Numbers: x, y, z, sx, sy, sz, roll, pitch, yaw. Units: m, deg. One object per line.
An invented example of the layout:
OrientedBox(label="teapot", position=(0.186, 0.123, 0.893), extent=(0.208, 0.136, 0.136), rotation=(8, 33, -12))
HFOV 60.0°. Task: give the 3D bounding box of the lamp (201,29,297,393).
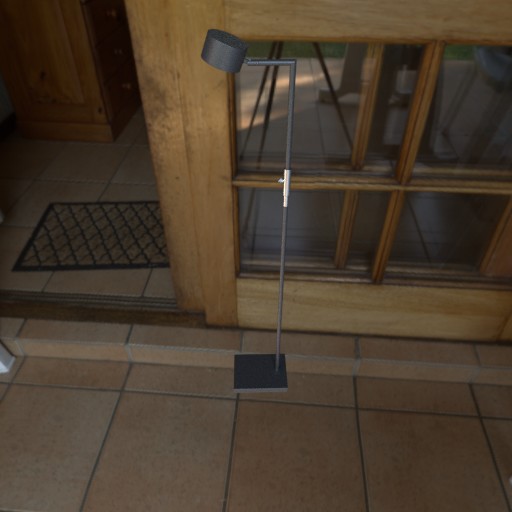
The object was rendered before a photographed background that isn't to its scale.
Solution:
OrientedBox(label="lamp", position=(0.000, 0.000, 1.710), extent=(0.304, 1.600, 0.203), rotation=(-1, 41, -1))
